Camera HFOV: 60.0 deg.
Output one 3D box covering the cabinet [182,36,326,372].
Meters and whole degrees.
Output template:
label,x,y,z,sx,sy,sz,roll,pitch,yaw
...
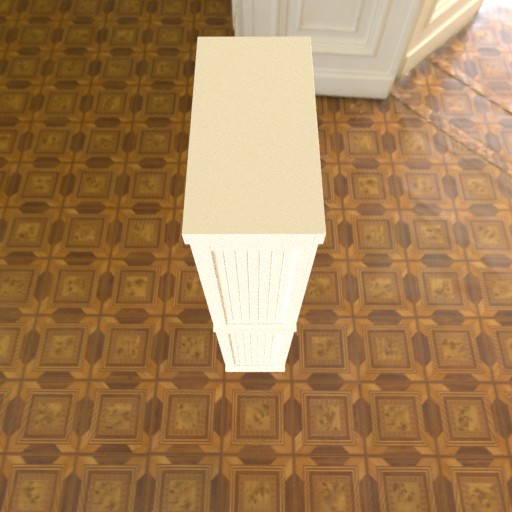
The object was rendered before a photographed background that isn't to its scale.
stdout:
label,x,y,z,sx,sy,sz,roll,pitch,yaw
cabinet,0.000,0.000,2.147,0.390,1.829,0.754,0,64,0
